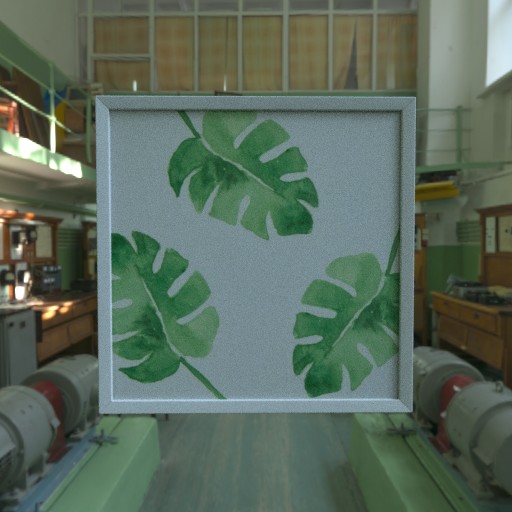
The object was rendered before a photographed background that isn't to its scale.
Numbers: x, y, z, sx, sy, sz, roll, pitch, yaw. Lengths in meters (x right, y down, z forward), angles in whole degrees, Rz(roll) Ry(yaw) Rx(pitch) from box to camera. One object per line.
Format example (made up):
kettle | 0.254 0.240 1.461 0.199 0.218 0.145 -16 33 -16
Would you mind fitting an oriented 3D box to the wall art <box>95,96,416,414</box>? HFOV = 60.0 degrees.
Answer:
wall art | 0.000 0.000 0.445 0.305 0.305 0.038 0 2 -1
